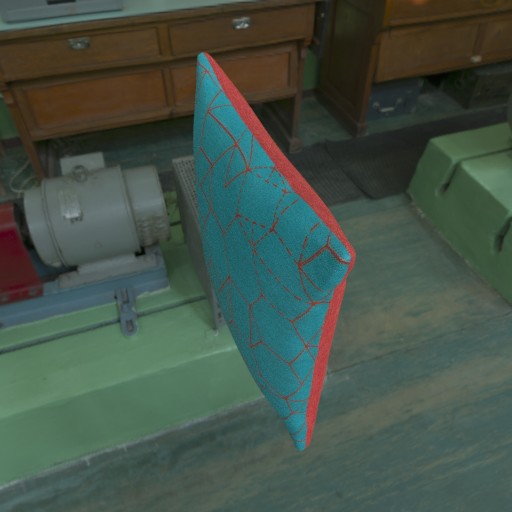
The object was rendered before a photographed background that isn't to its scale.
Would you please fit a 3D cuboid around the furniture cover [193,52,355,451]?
[{"bbox_3d":[0.000,0.000,0.774,0.158,0.508,0.517,-15,48,-14],"label":"furniture cover"}]
